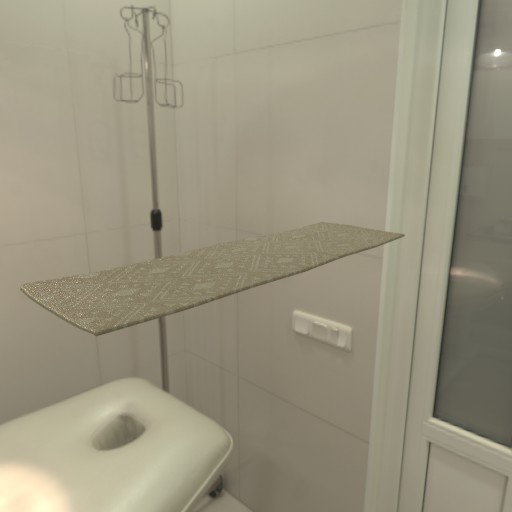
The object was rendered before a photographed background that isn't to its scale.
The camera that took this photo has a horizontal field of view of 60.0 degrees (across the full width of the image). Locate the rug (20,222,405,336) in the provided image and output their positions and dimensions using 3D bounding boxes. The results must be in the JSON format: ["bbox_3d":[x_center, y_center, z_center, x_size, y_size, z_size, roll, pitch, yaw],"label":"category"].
[{"bbox_3d":[0.000,0.000,2.689,0.752,0.051,2.452,13,20,42],"label":"rug"}]
